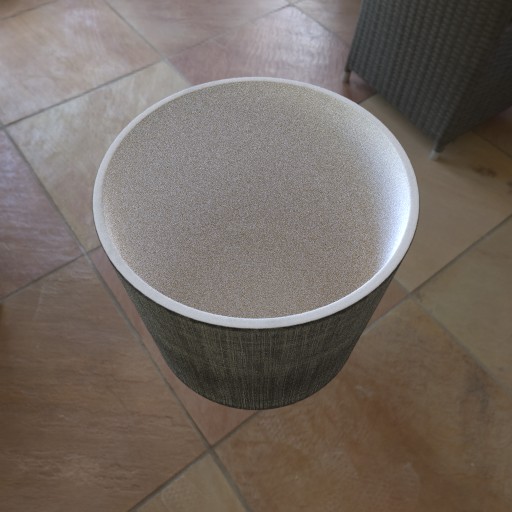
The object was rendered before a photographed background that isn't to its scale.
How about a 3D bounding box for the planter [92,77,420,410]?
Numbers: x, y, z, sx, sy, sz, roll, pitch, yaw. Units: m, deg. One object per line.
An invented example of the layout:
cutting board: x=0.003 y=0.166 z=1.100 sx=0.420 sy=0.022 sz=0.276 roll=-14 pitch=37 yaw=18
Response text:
planter: x=0.000 y=0.000 z=0.389 sx=0.221 sy=0.201 sz=0.221 roll=0 pitch=58 yaw=0
